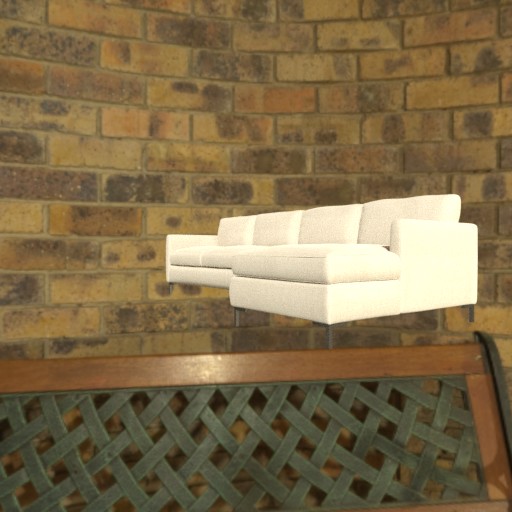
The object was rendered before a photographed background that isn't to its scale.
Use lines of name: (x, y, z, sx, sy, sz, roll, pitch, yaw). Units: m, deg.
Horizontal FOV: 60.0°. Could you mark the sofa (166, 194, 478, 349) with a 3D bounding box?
sofa: (0.000, 0.000, 2.944, 1.126, 0.677, 2.445, 0, 1, -36)
